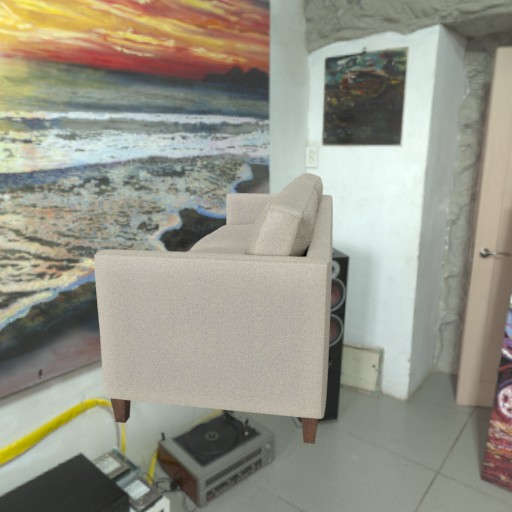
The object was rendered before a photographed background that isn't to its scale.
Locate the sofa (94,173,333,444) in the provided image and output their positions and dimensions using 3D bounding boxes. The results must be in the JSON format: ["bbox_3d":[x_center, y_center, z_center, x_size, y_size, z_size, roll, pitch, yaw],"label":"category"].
[{"bbox_3d":[0.000,0.000,2.831,0.951,0.968,2.361,2,14,9],"label":"sofa"}]
